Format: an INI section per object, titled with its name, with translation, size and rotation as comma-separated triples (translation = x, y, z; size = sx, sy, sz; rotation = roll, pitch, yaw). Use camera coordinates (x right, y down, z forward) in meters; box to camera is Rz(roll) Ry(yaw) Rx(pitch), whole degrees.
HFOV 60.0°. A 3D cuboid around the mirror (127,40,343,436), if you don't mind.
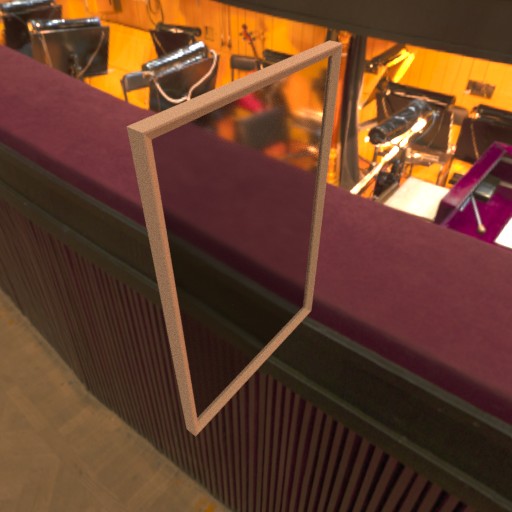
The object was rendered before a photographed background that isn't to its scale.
[mirror]
translation = 0.000, 0.000, 1.155
size = 0.041, 0.915, 0.609
rotation = 27, 47, 28
